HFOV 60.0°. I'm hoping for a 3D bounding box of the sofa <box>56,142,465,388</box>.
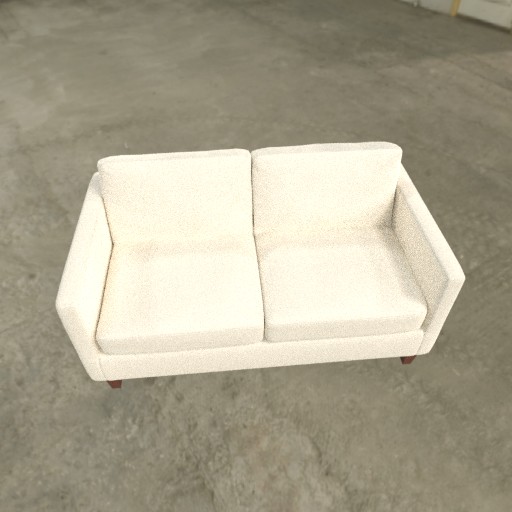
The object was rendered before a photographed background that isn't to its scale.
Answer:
[{"bbox_3d":[0.000,0.000,2.271,1.702,0.888,0.964,-4,45,-4],"label":"sofa"}]
